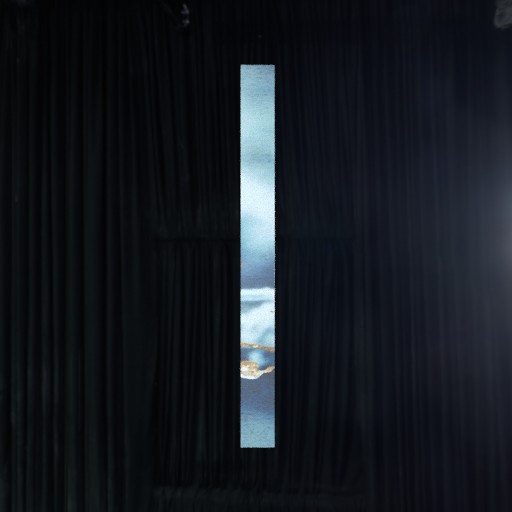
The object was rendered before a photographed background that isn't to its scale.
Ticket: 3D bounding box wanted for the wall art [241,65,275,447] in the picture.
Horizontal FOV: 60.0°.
[{"bbox_3d":[0.000,0.000,0.773,0.036,0.405,0.607,0,0,0],"label":"wall art"}]
